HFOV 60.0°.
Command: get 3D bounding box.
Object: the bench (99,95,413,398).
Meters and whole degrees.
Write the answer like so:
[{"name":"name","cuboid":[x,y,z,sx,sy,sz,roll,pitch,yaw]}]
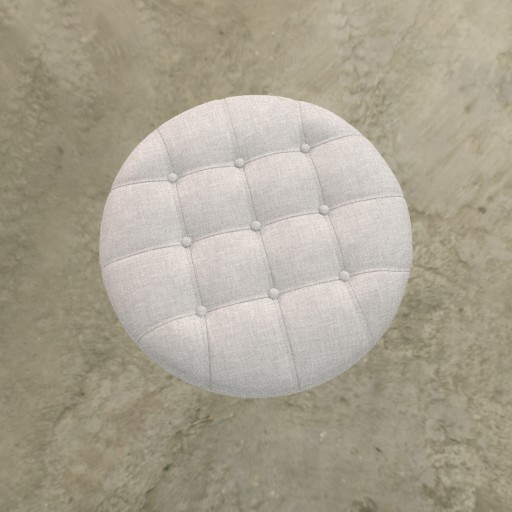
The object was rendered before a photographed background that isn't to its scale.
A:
[{"name":"bench","cuboid":[0.000,0.000,1.000,0.600,0.453,0.600,0,75,0]}]
